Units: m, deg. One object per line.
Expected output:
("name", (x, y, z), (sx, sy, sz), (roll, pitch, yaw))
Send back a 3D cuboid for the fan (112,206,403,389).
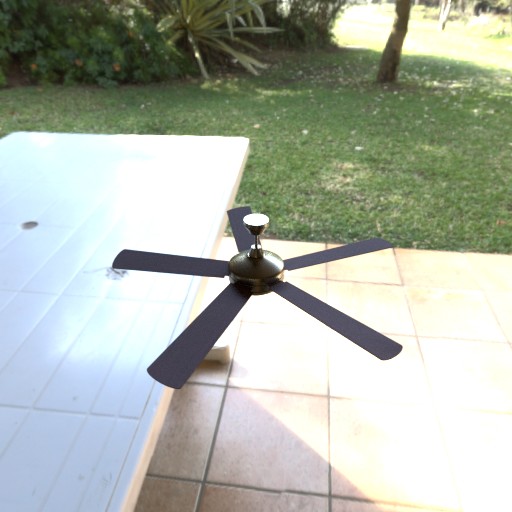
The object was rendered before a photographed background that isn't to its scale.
("fan", (0.000, 0.000, 1.922), (1.321, 0.356, 1.321), (1, 32, 1))
